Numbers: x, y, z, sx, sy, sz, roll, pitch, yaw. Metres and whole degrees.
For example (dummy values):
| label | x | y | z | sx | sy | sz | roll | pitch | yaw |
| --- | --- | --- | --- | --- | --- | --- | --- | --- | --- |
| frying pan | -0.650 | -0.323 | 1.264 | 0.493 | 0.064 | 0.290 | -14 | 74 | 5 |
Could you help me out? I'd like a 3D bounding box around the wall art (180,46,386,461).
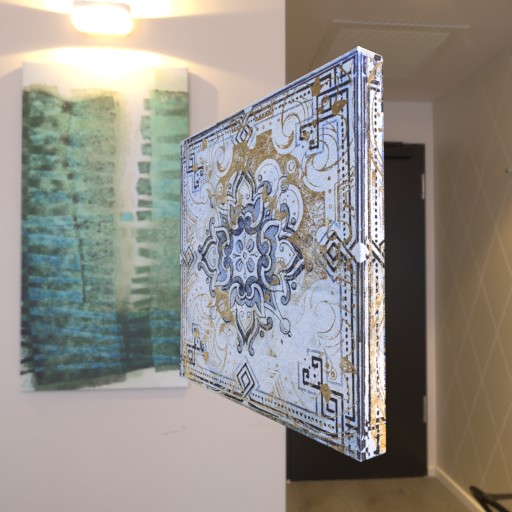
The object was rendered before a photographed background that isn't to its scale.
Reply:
| label | x | y | z | sx | sy | sz | roll | pitch | yaw |
| --- | --- | --- | --- | --- | --- | --- | --- | --- | --- |
| wall art | 0.000 | 0.000 | 0.615 | 0.038 | 0.410 | 0.411 | 1 | -2 | -35 |
